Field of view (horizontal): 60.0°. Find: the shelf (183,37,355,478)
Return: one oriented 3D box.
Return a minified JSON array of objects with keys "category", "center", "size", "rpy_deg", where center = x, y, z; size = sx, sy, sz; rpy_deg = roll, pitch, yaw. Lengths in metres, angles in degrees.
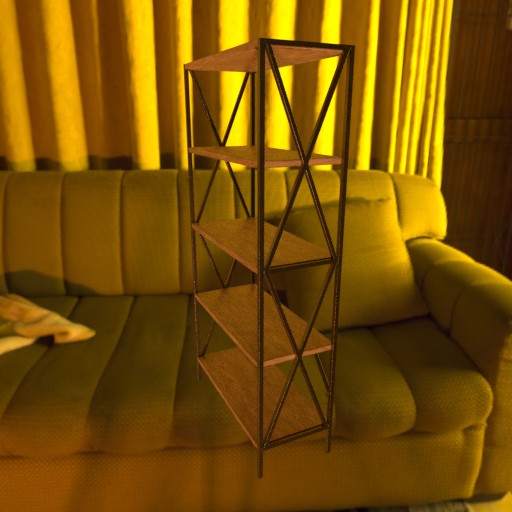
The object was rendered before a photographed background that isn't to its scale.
[{"category":"shelf","center":[0.000,0.000,2.181],"size":[0.386,1.803,0.874],"rpy_deg":[-8,19,-24]}]
